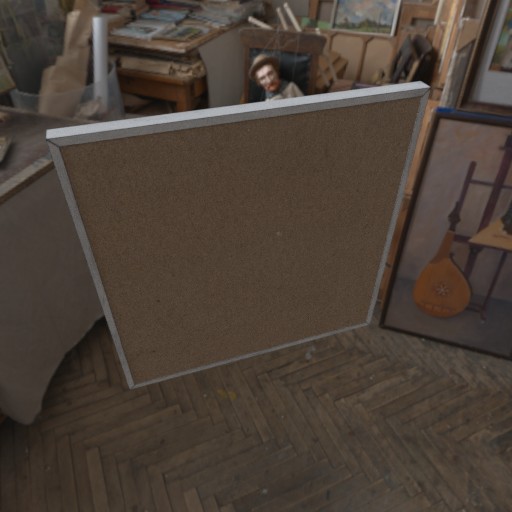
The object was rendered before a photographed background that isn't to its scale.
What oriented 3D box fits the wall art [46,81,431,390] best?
[{"bbox_3d":[0.000,0.000,1.103,0.762,0.762,0.038,-12,42,-14],"label":"wall art"}]
